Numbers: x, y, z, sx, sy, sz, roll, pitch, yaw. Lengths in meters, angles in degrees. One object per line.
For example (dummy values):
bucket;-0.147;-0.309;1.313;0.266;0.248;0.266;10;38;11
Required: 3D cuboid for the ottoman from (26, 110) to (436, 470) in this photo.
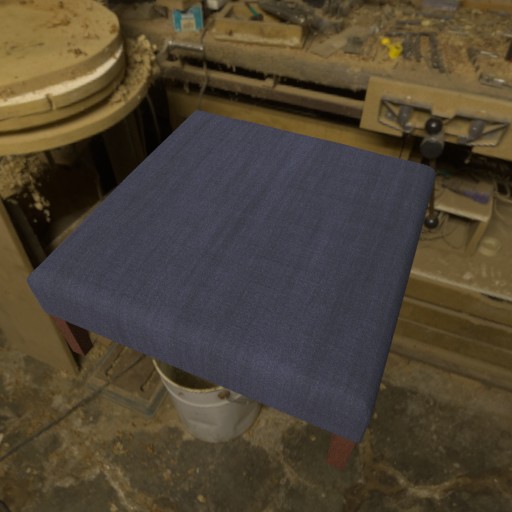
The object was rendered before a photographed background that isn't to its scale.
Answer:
ottoman;0.000;0.000;1.381;0.889;0.411;0.890;18;50;16
